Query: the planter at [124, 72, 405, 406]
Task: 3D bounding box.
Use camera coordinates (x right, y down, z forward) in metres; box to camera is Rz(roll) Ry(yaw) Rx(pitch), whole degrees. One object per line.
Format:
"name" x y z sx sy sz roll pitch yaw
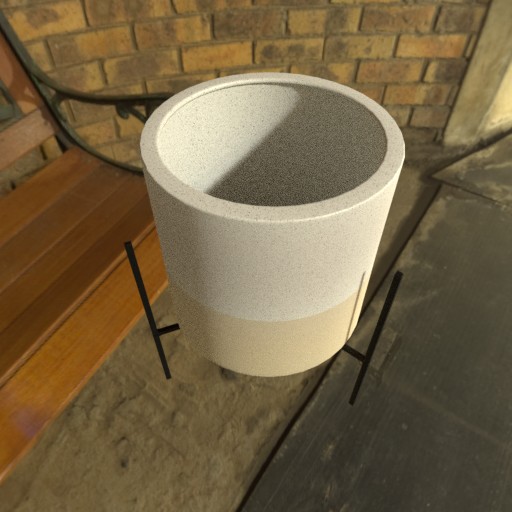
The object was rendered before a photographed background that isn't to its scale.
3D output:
"planter" 0.000 0.000 0.540 0.263 0.362 0.267 -3 48 -3
